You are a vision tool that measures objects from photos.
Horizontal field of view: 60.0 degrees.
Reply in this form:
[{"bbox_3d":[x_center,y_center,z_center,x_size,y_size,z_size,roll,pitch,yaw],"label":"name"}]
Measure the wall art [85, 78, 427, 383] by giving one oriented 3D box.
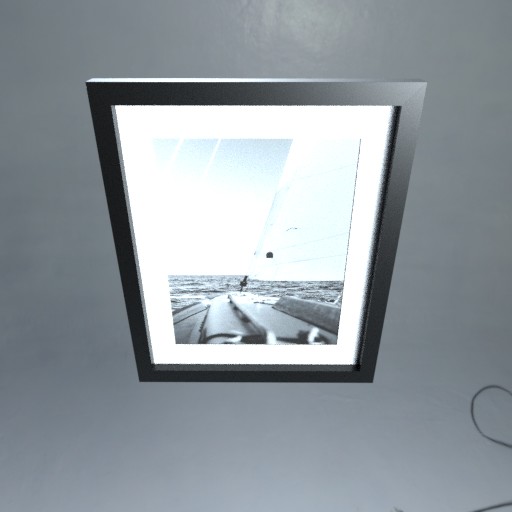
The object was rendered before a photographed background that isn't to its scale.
[{"bbox_3d":[0.000,0.000,0.749,0.461,0.558,0.031,0,30,0],"label":"wall art"}]
